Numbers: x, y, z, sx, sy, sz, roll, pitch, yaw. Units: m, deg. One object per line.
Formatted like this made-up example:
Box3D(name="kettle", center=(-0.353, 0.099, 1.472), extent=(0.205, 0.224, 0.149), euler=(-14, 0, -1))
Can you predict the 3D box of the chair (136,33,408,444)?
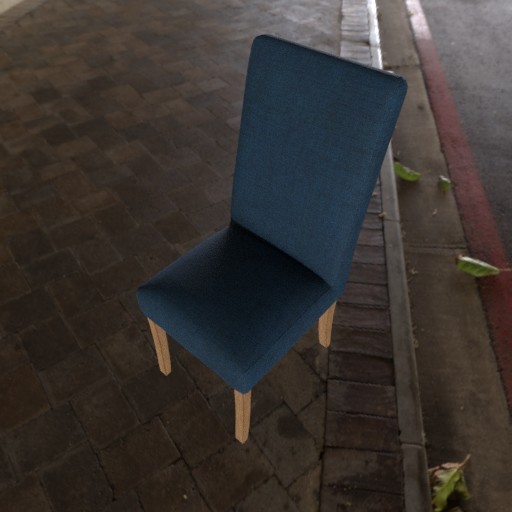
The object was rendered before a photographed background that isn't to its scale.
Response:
Box3D(name="chair", center=(0.000, 0.000, 1.331), extent=(0.450, 1.029, 0.610), euler=(32, 54, 27))
